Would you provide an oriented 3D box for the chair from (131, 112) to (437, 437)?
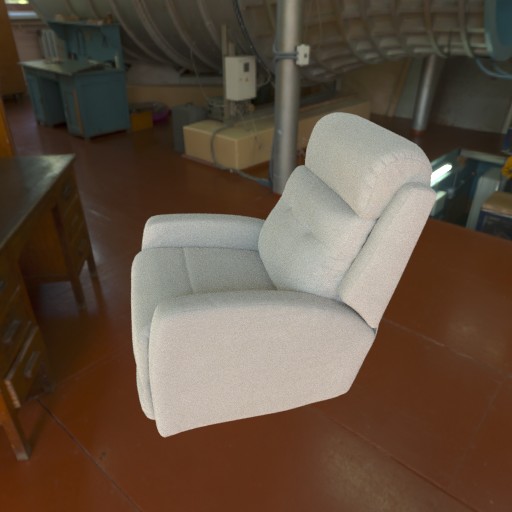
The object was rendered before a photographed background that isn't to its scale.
[{"bbox_3d":[0.000,0.000,1.766,1.043,1.013,0.798,-8,31,-13],"label":"chair"}]
